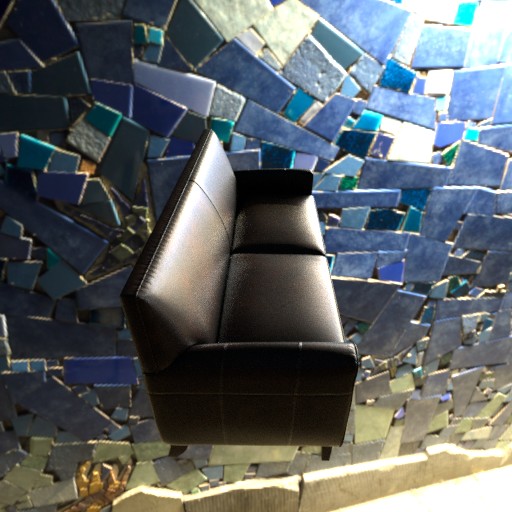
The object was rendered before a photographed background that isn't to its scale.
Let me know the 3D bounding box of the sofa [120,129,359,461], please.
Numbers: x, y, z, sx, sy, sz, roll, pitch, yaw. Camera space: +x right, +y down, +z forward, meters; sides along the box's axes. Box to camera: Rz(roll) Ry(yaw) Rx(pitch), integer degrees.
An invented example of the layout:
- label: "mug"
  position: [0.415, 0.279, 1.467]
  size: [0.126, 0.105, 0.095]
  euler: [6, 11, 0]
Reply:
- label: "sofa"
  position: [0.000, 0.000, 2.411]
  size: [0.786, 0.871, 1.995]
  euler: [1, 30, 1]
